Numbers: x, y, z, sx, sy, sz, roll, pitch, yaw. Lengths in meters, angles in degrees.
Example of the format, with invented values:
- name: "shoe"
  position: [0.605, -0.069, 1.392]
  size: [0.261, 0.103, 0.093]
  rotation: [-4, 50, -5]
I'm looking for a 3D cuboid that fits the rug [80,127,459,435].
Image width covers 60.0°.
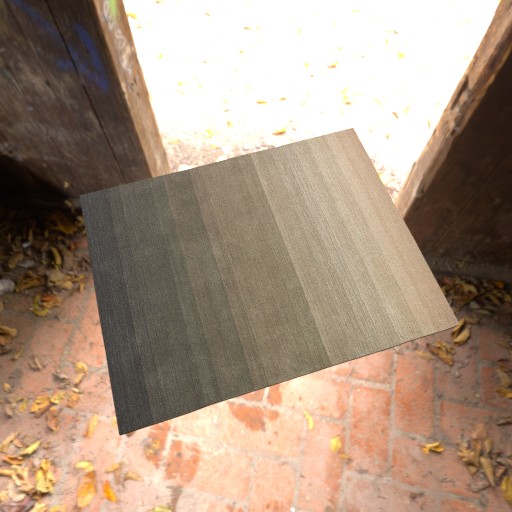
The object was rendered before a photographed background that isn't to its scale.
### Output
- name: "rug"
  position: [0.000, 0.000, 4.084]
  size: [2.932, 0.015, 2.315]
  rotation: [-16, 65, -8]
